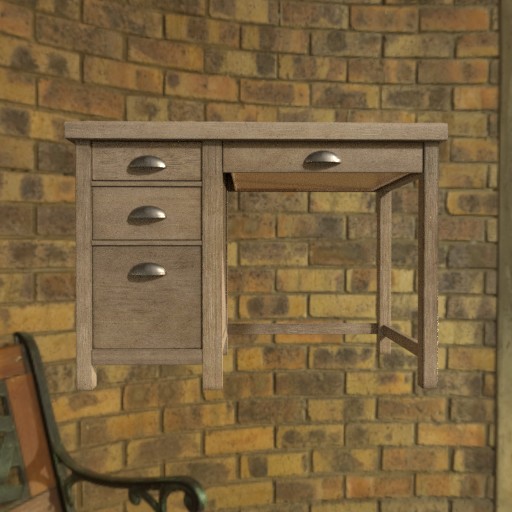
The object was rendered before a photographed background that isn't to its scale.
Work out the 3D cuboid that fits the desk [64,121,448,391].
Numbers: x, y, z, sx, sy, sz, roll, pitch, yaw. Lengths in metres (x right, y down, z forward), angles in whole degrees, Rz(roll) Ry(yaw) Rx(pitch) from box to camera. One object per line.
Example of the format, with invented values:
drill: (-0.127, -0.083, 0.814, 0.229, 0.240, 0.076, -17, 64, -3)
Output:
desk: (0.000, 0.000, 1.797, 1.289, 0.912, 0.610, 0, 1, -1)
